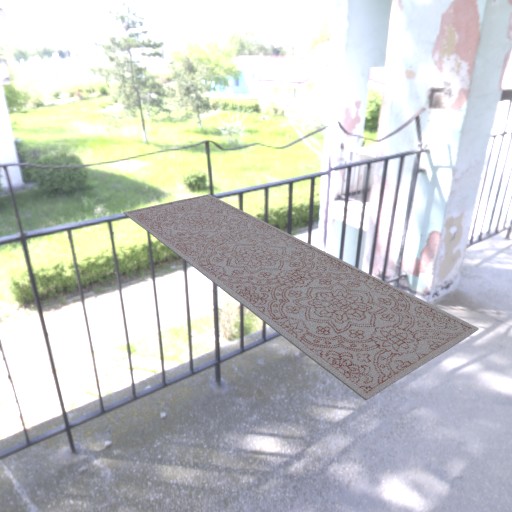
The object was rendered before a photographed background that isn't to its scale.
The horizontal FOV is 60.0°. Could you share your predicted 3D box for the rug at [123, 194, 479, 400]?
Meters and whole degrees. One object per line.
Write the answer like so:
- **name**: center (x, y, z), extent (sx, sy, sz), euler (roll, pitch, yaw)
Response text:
- **rug**: center (0.000, 0.000, 2.723), extent (0.769, 0.012, 2.448), euler (-18, 31, -32)
